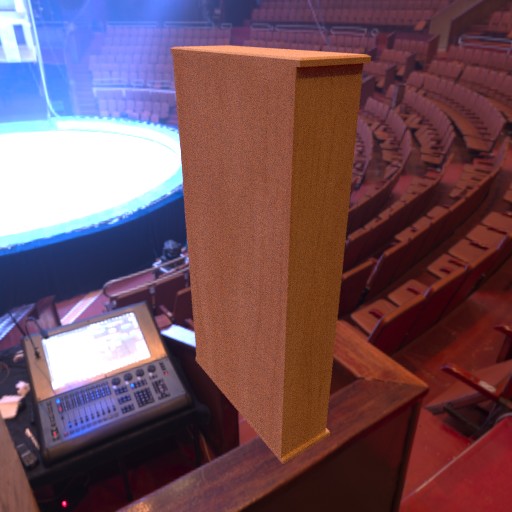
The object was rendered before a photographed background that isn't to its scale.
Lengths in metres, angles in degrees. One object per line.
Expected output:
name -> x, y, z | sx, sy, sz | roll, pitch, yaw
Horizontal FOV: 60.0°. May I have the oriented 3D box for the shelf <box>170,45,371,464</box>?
shelf -> 0.000, 0.000, 1.222 | 0.175, 1.030, 0.520 | -18, 32, -30
